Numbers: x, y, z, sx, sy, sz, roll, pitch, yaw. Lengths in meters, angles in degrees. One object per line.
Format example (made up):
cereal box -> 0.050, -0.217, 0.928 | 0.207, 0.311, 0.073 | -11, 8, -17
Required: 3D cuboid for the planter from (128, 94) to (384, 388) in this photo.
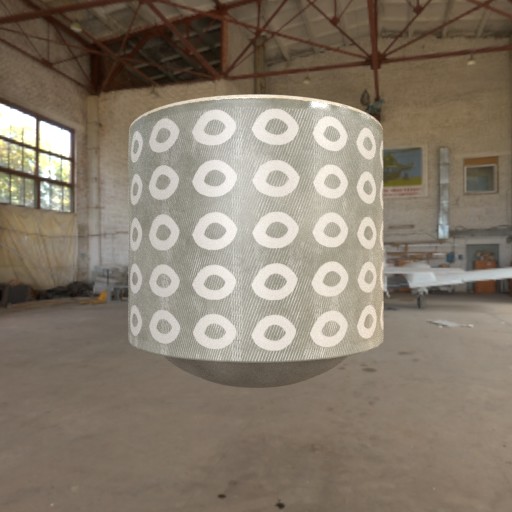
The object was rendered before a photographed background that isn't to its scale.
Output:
planter -> 0.000, 0.000, 0.453 | 0.250, 0.239, 0.250 | 0, 0, 0
